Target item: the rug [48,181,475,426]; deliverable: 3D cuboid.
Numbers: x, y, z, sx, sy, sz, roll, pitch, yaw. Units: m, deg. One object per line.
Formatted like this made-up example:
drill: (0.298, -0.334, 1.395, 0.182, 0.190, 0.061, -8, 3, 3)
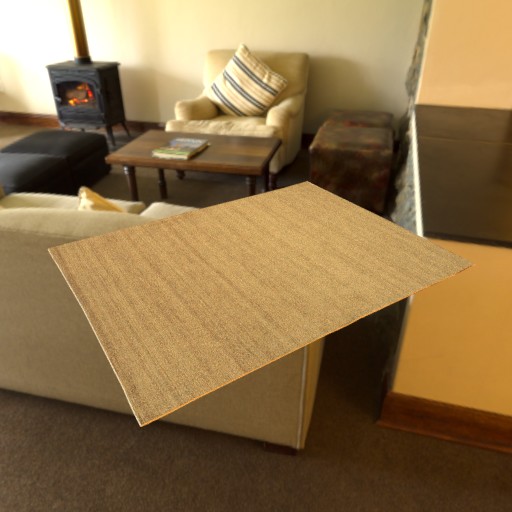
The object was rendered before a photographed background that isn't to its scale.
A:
rug: (0.000, 0.000, 4.141, 3.202, 0.045, 2.434, -19, 35, -28)
